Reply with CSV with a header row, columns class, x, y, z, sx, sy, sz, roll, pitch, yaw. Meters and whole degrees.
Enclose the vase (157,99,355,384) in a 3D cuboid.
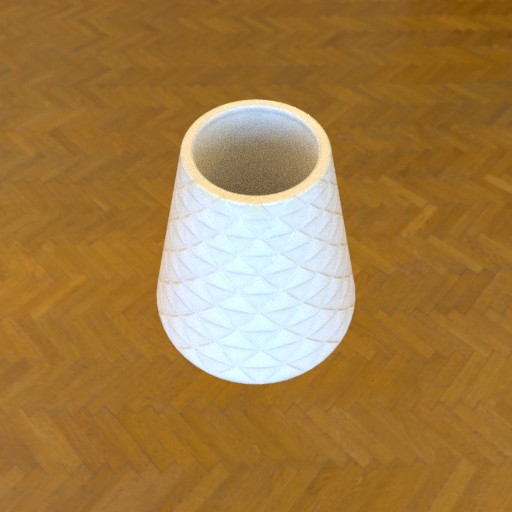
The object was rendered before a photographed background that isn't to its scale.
class,x,y,z,sx,sy,sz,roll,pitch,yaw
vase,0.000,0.000,0.354,0.175,0.230,0.175,0,56,0
